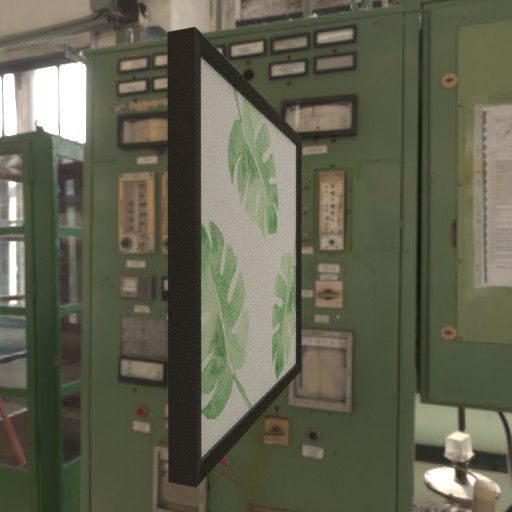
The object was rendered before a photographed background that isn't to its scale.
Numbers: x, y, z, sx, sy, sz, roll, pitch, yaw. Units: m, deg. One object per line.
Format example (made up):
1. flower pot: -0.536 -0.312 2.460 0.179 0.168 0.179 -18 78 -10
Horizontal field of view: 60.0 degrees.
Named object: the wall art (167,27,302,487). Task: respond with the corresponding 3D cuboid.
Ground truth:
1. wall art: 0.000 0.000 0.733 0.036 0.508 0.508 0 1 19
